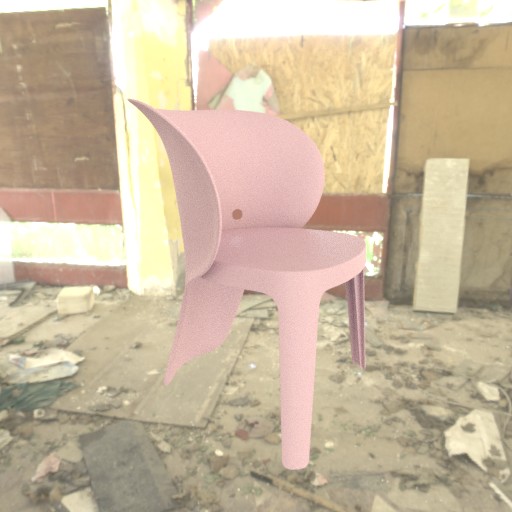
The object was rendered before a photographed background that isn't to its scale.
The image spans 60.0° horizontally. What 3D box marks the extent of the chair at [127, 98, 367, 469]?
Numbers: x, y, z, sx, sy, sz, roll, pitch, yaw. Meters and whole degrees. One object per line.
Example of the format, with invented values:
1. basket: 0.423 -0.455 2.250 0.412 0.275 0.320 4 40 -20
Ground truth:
1. chair: 0.000 0.000 0.844 0.402 0.554 0.451 8 17 27
